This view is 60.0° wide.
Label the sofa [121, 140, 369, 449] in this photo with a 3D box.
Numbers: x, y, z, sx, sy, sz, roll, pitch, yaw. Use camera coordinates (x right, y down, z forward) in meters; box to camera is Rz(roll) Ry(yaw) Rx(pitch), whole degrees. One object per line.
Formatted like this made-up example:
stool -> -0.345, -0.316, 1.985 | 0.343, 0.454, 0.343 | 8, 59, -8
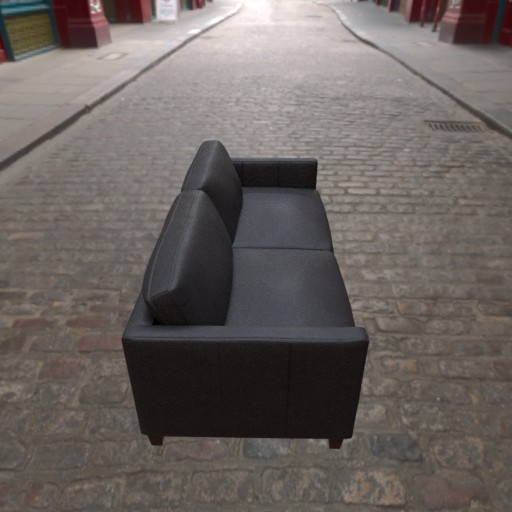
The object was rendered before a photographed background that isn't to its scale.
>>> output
sofa -> 0.000, 0.000, 2.517 | 0.933, 0.863, 1.971 | 1, 31, 1
